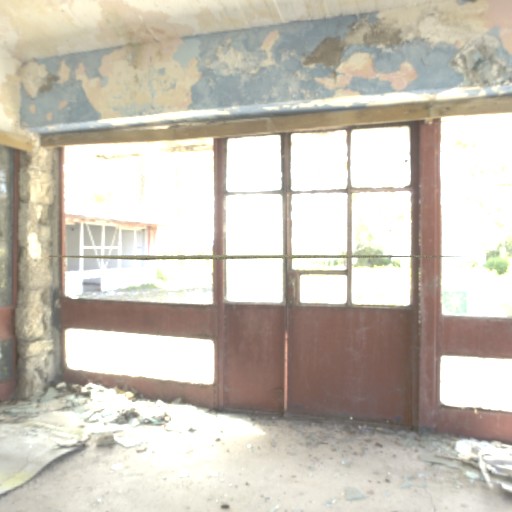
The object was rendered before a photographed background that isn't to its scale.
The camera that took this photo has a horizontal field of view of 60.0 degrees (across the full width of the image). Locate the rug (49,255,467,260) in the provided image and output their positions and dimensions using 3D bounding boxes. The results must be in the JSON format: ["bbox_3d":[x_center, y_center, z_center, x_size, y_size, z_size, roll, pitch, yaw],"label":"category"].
[{"bbox_3d":[0.000,0.000,4.254,3.201,0.014,2.437,0,1,-36],"label":"rug"}]
